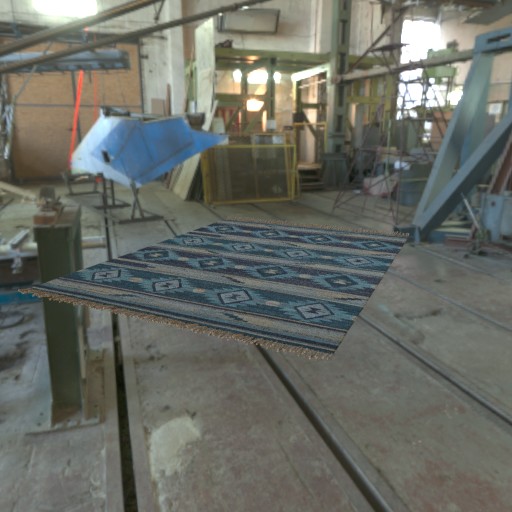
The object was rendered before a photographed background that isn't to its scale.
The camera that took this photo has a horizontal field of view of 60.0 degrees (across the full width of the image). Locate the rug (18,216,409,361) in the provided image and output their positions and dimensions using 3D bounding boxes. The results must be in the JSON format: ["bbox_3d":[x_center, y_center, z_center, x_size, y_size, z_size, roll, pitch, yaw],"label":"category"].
[{"bbox_3d":[0.000,0.000,4.246,2.418,0.047,3.307,7,17,25],"label":"rug"}]
